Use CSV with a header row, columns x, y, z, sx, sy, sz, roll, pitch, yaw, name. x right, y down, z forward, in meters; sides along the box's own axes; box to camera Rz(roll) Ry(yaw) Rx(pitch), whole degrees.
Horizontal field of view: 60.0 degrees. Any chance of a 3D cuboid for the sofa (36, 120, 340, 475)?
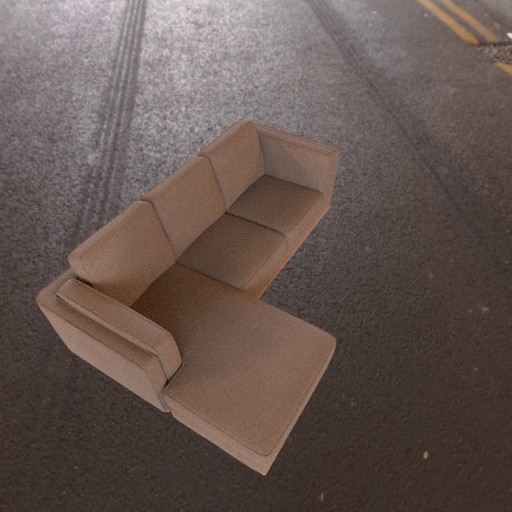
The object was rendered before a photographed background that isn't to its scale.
x,y,z,sx,sy,sz,roll,pitch,yaw,name
0.000,0.000,3.174,1.604,0.929,2.411,24,50,22,sofa
